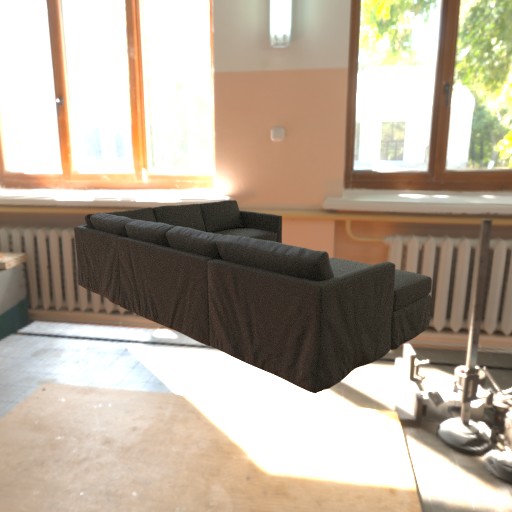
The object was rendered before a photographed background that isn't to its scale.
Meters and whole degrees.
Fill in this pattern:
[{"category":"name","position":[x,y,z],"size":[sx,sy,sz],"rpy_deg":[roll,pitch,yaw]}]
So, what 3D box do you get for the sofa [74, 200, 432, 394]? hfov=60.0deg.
[{"category":"sofa","position":[0.000,0.000,4.710],"size":[3.528,0.878,2.476],"rpy_deg":[12,17,43]}]
